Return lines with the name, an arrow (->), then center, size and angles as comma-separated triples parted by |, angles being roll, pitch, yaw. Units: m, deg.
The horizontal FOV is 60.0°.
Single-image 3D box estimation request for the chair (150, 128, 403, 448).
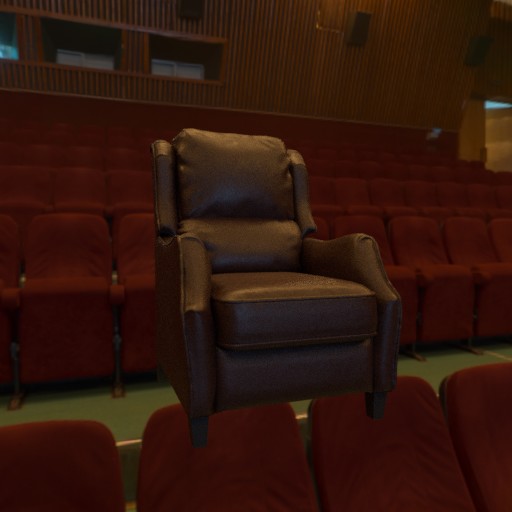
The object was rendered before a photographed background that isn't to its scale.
chair -> 0.000, 0.000, 1.797 | 0.770, 1.132, 0.982 | -1, 2, -20
